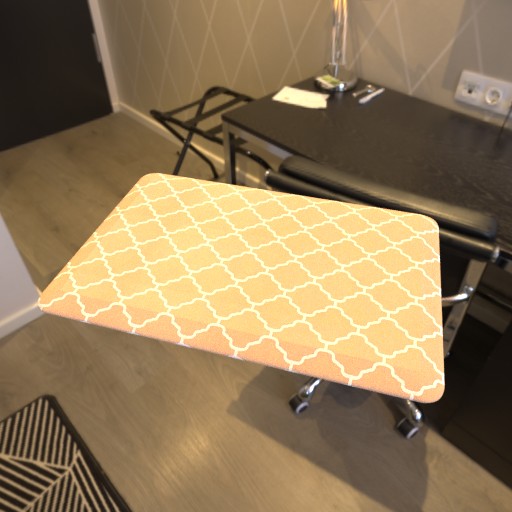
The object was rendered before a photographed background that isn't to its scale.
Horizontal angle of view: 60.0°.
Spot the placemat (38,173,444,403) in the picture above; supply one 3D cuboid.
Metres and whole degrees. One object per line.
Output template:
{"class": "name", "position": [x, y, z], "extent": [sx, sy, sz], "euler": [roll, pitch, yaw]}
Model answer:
{"class": "placemat", "position": [0.000, 0.000, 0.950], "extent": [0.762, 0.021, 0.508], "euler": [11, 44, 11]}
